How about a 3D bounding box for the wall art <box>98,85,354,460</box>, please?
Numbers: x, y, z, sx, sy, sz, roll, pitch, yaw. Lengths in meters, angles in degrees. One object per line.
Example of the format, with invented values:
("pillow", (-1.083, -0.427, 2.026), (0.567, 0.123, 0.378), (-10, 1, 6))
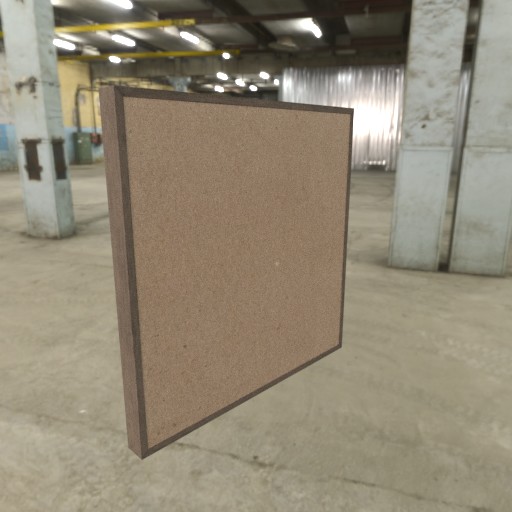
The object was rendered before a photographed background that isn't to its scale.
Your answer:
("wall art", (0.000, 0.000, 0.765), (0.038, 0.508, 0.508), (14, 20, 43))
